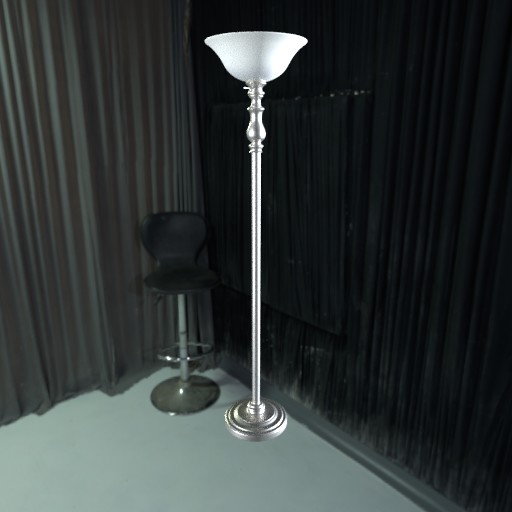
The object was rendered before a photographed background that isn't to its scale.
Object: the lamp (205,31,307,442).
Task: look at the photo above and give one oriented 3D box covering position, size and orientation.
[{"bbox_3d":[0.000,0.000,2.009,0.405,1.771,0.405,-15,22,-42],"label":"lamp"}]
